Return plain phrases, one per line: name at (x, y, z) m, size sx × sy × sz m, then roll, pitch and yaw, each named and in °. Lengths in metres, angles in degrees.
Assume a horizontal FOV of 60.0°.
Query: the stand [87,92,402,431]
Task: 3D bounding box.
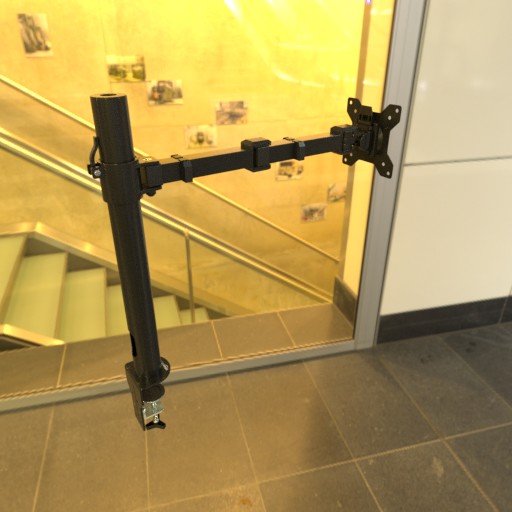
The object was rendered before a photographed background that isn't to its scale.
stand at (0.000, 0.000, 0.698) m, size 0.456 × 0.510 × 0.115 m, roll -17°, pitch 32°, yaw -30°
